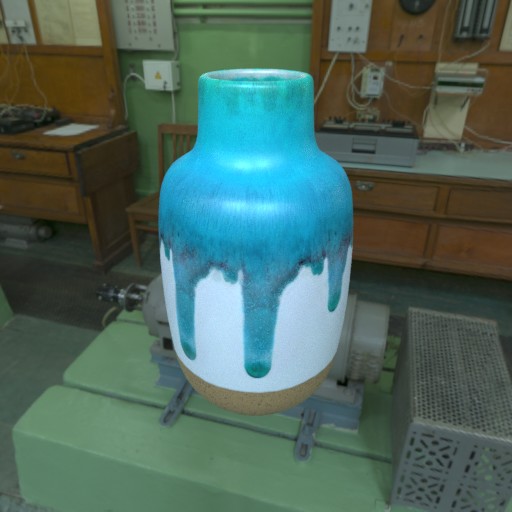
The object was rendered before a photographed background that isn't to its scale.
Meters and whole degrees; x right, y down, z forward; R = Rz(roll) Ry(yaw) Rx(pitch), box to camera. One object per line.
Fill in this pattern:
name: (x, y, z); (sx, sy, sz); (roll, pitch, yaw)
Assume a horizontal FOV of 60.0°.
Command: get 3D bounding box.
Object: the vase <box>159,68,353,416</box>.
vase: (0.000, 0.000, 0.251); (0.106, 0.192, 0.106); (0, 29, 0)
